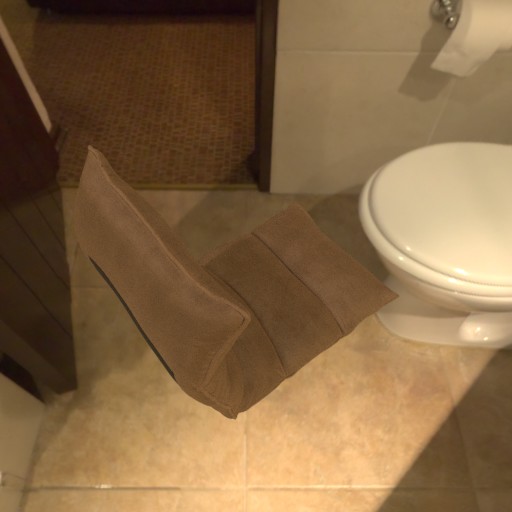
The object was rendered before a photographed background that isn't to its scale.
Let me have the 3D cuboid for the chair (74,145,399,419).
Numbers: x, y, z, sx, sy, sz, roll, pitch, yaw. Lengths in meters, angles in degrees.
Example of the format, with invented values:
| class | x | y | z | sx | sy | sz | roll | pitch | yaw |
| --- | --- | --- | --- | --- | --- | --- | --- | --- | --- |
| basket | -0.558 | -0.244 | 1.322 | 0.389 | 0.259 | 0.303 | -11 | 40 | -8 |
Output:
| class | x | y | z | sx | sy | sz | roll | pitch | yaw |
| --- | --- | --- | --- | --- | --- | --- | --- | --- | --- |
| chair | 0.000 | 0.000 | 1.590 | 0.985 | 0.892 | 0.714 | -32 | 62 | -19 |
